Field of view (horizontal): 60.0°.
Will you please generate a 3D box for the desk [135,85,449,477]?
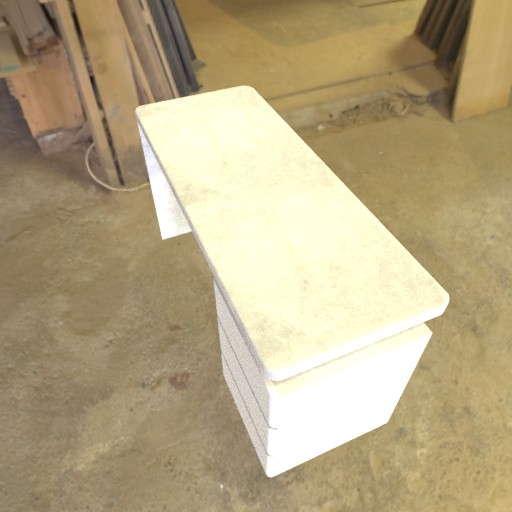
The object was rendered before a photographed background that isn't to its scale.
[{"bbox_3d":[0.000,0.000,1.817,0.550,0.755,1.400,-18,49,-16],"label":"desk"}]
